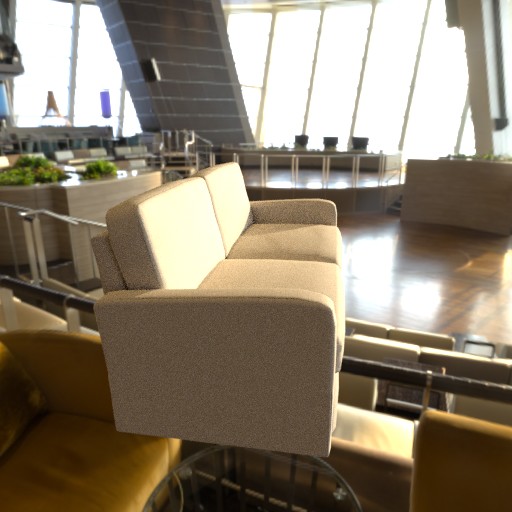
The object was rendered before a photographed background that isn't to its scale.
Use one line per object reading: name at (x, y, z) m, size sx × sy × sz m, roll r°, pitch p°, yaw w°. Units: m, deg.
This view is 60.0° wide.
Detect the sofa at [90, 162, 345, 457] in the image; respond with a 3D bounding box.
sofa at (0.000, 0.000, 2.287) m, size 0.894 × 0.831 × 1.808 m, roll 3°, pitch 17°, yaw 9°
